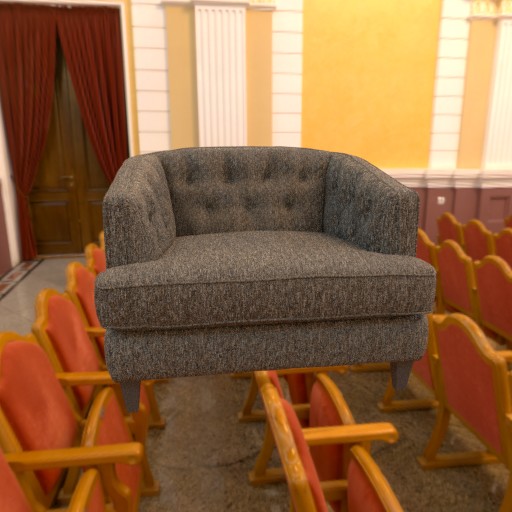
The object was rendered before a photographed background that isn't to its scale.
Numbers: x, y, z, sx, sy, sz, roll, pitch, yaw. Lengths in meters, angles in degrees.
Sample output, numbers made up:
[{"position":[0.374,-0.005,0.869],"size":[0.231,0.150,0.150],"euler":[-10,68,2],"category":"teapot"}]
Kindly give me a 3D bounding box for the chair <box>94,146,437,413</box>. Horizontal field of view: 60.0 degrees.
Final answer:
[{"position":[0.000,0.000,1.786],"size":[1.104,0.852,0.941],"euler":[-2,15,-8],"category":"chair"}]
